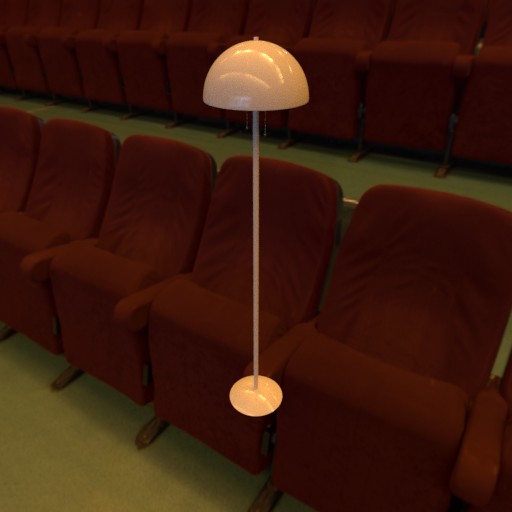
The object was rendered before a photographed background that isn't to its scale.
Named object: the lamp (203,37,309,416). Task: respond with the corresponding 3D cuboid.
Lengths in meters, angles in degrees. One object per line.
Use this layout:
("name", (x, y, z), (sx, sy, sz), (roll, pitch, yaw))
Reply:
("lamp", (0.000, 0.000, 1.667), (0.328, 1.480, 0.328), (18, 35, 28))
